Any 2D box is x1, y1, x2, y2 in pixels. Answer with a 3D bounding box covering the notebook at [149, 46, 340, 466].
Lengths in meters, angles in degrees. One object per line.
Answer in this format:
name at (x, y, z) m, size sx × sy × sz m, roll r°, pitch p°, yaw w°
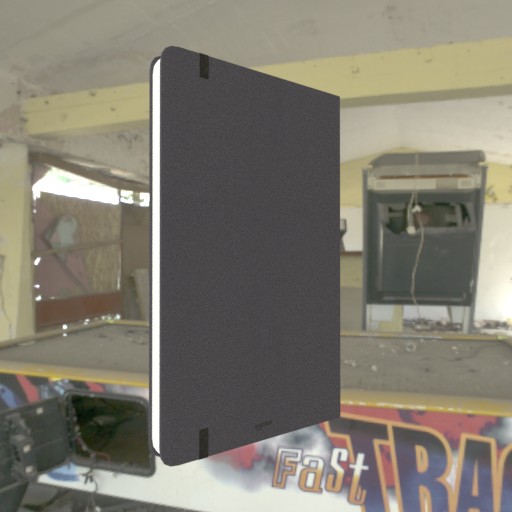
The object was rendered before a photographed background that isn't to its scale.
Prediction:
notebook at (0.000, 0.000, 0.262) m, size 0.127 × 0.213 × 0.016 m, roll 0°, pitch -1°, yaw -36°
